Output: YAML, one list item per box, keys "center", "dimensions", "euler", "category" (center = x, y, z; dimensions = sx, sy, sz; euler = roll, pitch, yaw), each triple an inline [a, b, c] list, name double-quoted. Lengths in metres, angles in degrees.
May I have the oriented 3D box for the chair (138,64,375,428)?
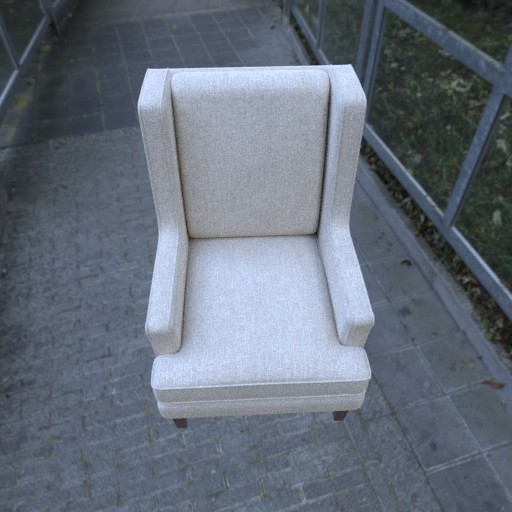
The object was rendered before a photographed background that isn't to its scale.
- center: [0.000, 0.000, 1.703]
  dimensions: [0.764, 1.082, 0.948]
  euler: [-2, 47, -2]
  category: "chair"
